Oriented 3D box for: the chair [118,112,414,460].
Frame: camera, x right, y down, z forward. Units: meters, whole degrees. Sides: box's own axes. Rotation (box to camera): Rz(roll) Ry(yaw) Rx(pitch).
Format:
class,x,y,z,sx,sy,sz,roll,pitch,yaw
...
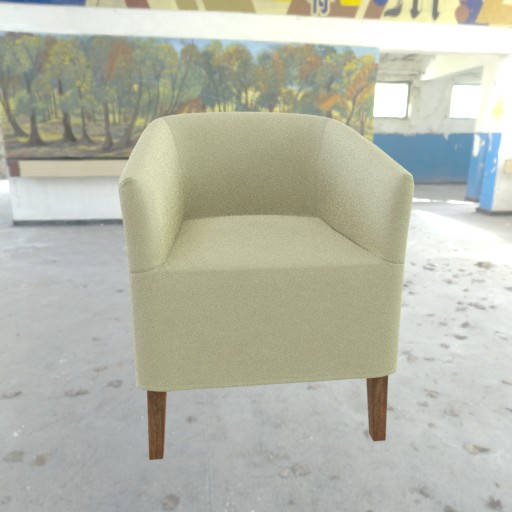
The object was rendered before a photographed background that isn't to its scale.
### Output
class,x,y,z,sx,sy,sz,roll,pitch,yaw
chair,0.000,0.000,1.286,0.643,0.822,0.657,-2,16,-7
